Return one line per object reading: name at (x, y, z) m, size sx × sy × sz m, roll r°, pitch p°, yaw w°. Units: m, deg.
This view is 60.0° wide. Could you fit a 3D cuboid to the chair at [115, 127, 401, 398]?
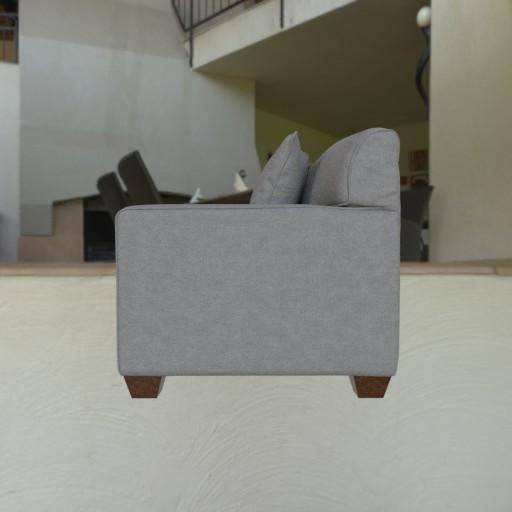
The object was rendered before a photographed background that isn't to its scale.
chair at (0.000, 0.000, 2.144) m, size 0.992 × 0.953 × 1.395 m, roll 0°, pitch 1°, yaw 0°
